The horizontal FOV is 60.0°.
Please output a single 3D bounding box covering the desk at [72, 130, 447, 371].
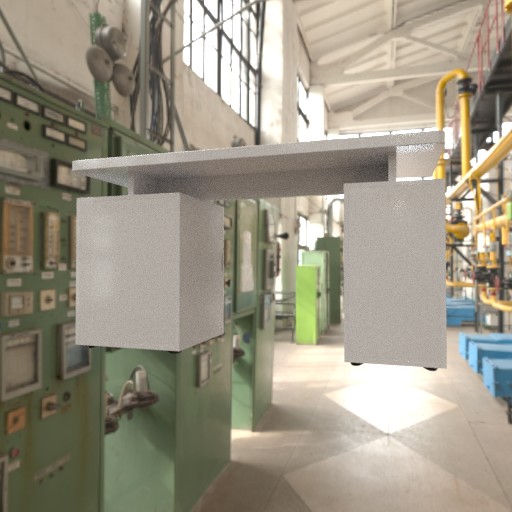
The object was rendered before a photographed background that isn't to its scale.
[{"bbox_3d":[0.000,0.000,1.828,1.400,0.762,0.550,0,-1,17],"label":"desk"}]
